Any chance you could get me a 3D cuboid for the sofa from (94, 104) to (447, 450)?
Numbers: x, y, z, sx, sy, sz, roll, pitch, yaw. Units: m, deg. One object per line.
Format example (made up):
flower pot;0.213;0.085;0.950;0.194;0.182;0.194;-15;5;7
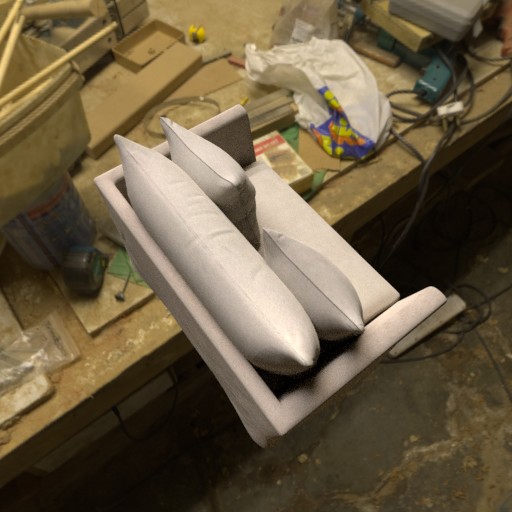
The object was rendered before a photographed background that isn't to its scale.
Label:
sofa;0.000;0.000;2.349;1.035;1.040;1.608;-33;65;-18
